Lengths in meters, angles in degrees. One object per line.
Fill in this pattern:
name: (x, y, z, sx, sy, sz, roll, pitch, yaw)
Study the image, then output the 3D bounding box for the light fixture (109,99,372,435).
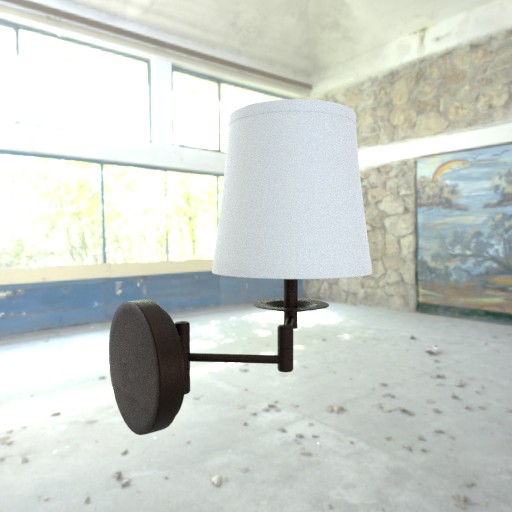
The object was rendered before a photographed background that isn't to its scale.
light fixture: (0.000, 0.000, 0.265, 0.157, 0.172, 0.100, -2, 3, -37)
